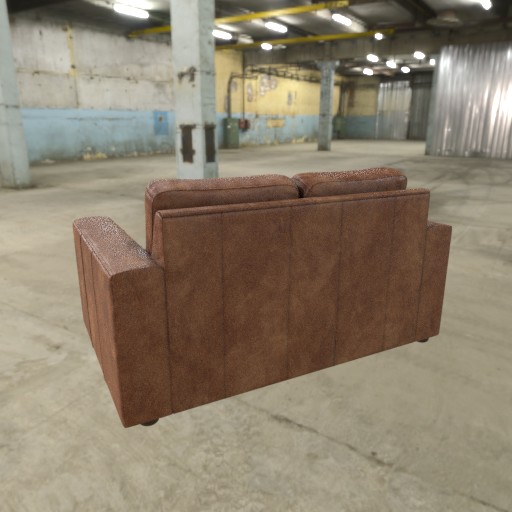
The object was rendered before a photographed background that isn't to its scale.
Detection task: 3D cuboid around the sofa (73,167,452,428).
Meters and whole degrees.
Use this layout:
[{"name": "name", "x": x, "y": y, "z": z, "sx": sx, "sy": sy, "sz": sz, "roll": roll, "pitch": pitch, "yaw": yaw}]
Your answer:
[{"name": "sofa", "x": 0.000, "y": 0.000, "z": 2.262, "sx": 1.626, "sy": 0.889, "sz": 1.041, "roll": -8, "pitch": 18, "yaw": -27}]
